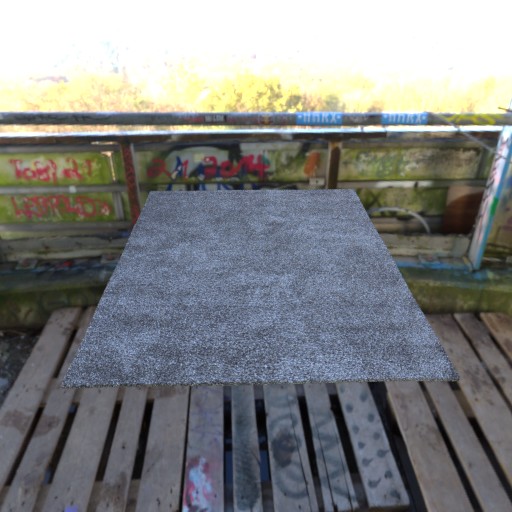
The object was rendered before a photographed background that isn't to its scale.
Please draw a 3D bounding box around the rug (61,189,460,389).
[{"bbox_3d":[0.000,0.000,3.944,2.401,0.025,3.000,-1,31,-1],"label":"rug"}]
